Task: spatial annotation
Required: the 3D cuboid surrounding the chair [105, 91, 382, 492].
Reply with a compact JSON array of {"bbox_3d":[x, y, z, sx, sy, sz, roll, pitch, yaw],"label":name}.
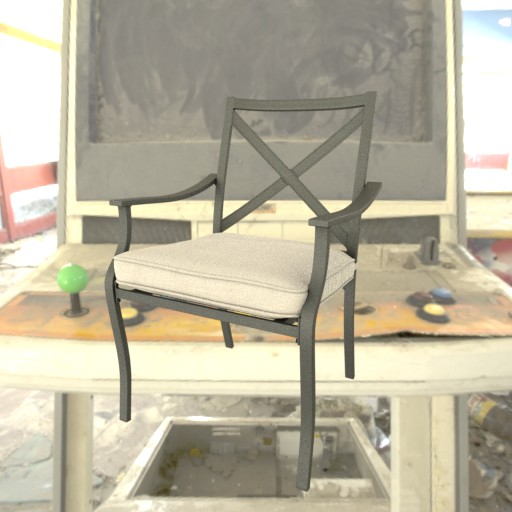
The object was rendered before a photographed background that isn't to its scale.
[{"bbox_3d":[0.000,0.000,1.245,0.575,0.889,0.620,8,18,26],"label":"chair"}]
